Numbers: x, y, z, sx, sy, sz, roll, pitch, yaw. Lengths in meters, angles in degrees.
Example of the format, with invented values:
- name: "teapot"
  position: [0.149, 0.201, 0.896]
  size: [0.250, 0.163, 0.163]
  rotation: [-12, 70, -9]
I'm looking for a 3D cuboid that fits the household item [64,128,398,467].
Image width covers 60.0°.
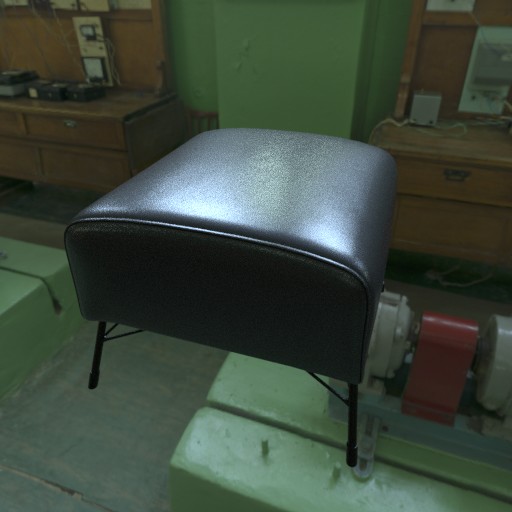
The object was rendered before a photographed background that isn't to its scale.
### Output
- name: "household item"
  position: [0.000, 0.000, 0.909]
  size: [0.530, 0.410, 0.530]
  rotation: [10, 33, 16]
